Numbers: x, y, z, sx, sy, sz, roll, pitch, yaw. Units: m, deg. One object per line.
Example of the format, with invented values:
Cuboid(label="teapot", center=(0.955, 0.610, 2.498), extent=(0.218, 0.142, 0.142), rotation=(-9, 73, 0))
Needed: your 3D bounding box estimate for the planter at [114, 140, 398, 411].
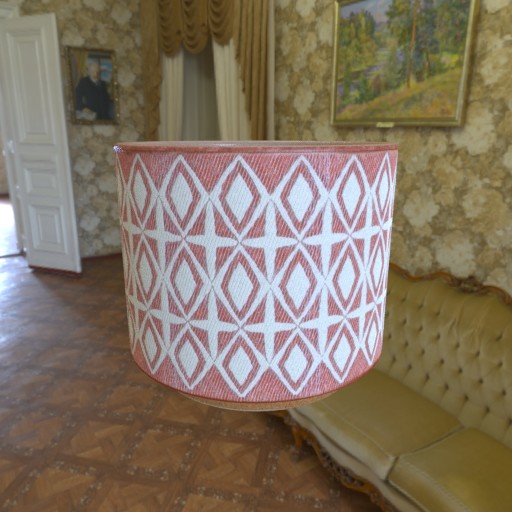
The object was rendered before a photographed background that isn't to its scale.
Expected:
Cuboid(label="planter", center=(0.000, 0.000, 0.476), extent=(0.273, 0.237, 0.273), rotation=(0, 15, 0))
